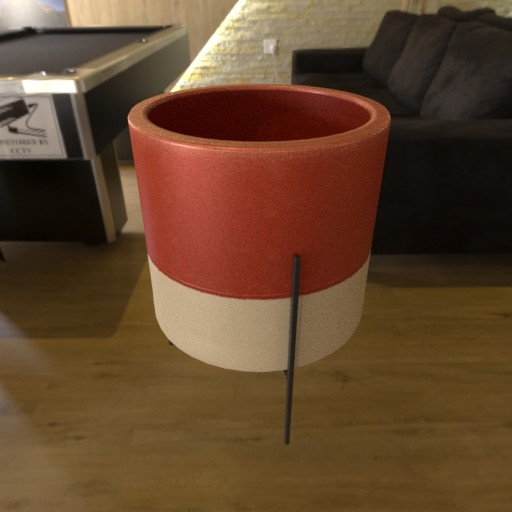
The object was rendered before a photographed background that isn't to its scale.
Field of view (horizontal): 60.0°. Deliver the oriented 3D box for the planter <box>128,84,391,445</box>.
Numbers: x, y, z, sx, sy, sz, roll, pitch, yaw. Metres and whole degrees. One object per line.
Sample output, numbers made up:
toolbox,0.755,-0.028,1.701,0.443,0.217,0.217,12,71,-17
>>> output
planter,0.000,0.000,0.713,0.354,0.465,0.345,8,32,13
